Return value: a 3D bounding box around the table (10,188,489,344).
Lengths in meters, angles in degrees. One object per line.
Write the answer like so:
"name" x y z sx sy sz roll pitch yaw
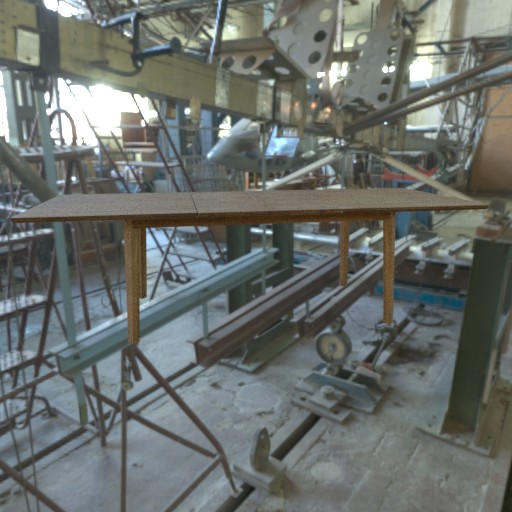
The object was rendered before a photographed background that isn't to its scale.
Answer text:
"table" 0.000 0.000 2.942 2.603 0.752 1.000 -3 15 -10
